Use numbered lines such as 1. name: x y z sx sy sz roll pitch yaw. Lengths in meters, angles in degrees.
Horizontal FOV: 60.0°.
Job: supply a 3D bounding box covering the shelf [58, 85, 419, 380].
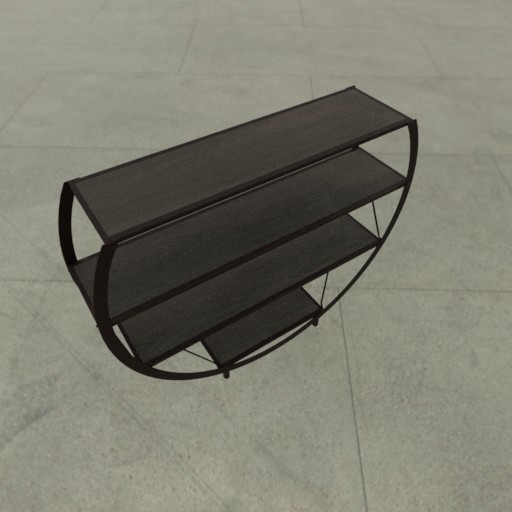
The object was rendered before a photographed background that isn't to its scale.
1. shelf: 0.000 0.000 1.898 1.403 1.063 0.344 -26 51 -23
